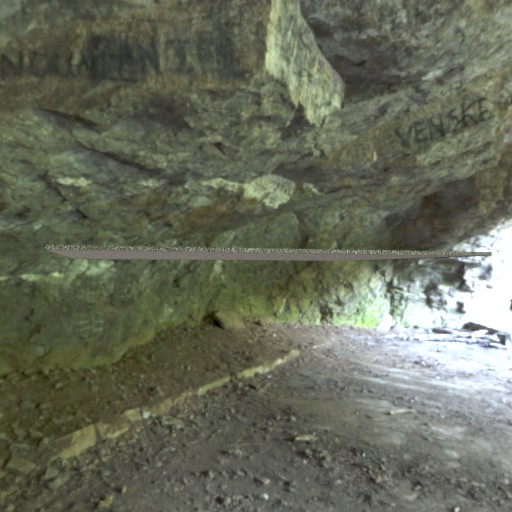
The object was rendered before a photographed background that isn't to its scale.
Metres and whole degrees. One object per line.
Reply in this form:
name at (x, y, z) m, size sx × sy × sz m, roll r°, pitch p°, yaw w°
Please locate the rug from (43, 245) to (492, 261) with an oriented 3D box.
rug at (0.000, 0.000, 3.357) m, size 2.699 × 0.026 × 1.802 m, roll 1°, pitch -2°, yaw -18°
